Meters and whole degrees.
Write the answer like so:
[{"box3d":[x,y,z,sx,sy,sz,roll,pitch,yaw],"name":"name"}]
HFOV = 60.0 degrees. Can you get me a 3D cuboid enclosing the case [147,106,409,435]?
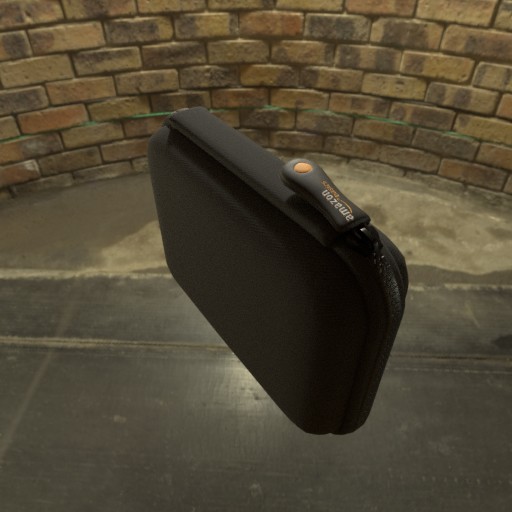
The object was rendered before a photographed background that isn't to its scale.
[{"box3d":[0.000,0.000,0.178,0.038,0.105,0.132,-26,48,-26],"name":"case"}]
